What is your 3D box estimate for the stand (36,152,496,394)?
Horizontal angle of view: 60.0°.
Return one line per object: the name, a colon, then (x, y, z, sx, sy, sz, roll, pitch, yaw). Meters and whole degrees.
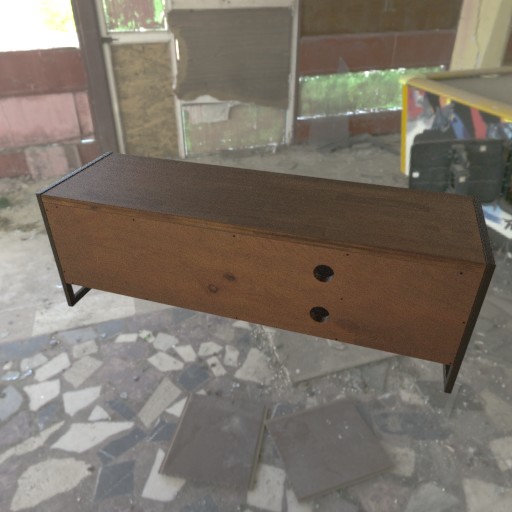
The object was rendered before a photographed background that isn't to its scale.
stand: (0.000, 0.000, 1.679, 1.480, 0.506, 0.454, 10, 34, 15)
